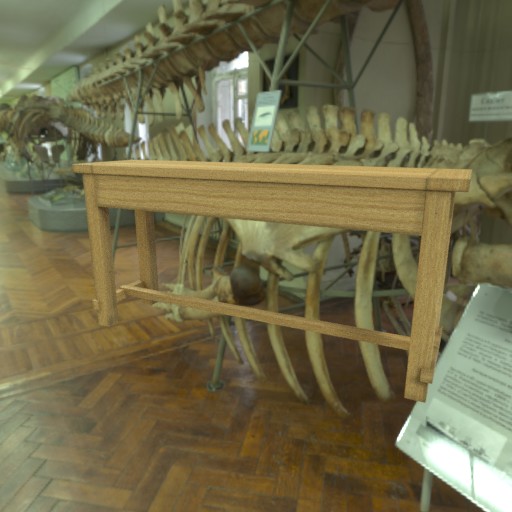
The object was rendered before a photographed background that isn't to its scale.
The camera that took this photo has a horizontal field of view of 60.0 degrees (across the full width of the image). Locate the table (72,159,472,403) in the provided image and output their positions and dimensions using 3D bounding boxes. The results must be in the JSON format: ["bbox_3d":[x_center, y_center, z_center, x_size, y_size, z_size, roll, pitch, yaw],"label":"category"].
[{"bbox_3d":[0.000,0.000,1.914,1.599,0.762,0.442,7,17,25],"label":"table"}]
